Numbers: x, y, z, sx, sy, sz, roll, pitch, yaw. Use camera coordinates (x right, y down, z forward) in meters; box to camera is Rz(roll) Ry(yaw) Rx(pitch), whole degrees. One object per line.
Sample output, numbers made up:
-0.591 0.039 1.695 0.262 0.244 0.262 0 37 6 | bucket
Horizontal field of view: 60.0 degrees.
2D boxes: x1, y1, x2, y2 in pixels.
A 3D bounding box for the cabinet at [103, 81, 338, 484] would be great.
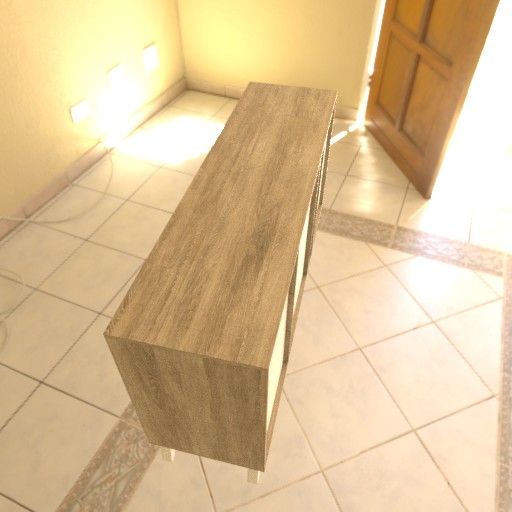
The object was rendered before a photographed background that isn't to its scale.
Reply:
0.000 0.000 1.997 0.450 0.870 1.600 10 46 10 | cabinet
